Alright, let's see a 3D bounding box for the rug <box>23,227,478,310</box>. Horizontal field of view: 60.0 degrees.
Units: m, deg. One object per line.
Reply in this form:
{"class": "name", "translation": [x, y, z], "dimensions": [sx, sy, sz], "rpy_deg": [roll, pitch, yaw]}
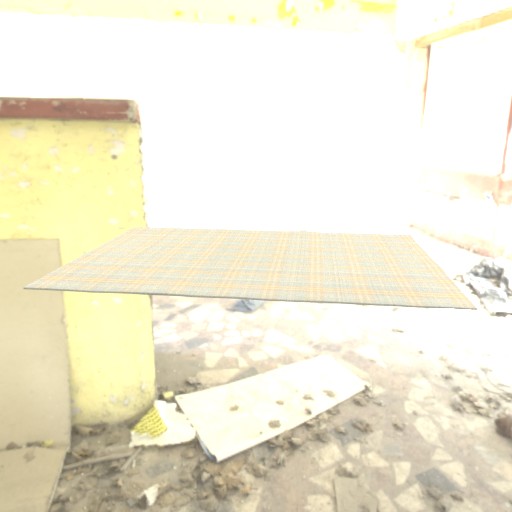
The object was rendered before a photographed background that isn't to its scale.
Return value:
{"class": "rug", "translation": [0.000, 0.000, 2.345], "dimensions": [1.835, 0.012, 1.231], "rpy_deg": [2, 16, 7]}
